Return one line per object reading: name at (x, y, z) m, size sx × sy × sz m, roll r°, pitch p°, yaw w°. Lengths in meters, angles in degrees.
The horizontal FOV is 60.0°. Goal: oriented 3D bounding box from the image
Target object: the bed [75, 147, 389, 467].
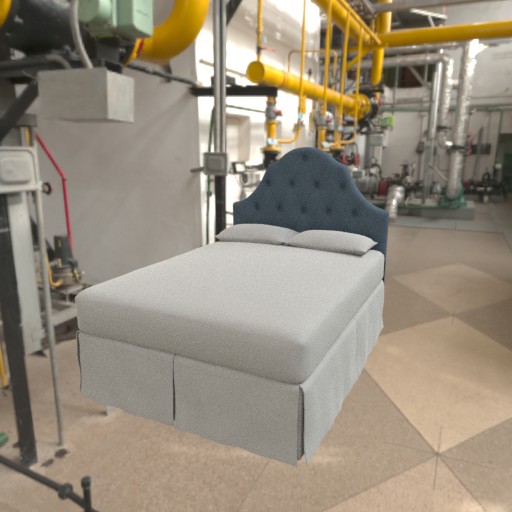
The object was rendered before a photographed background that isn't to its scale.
bed at (0.000, 0.000, 3.302) m, size 1.636 × 1.575 × 2.155 m, roll 7°, pitch 15°, yaw 26°
